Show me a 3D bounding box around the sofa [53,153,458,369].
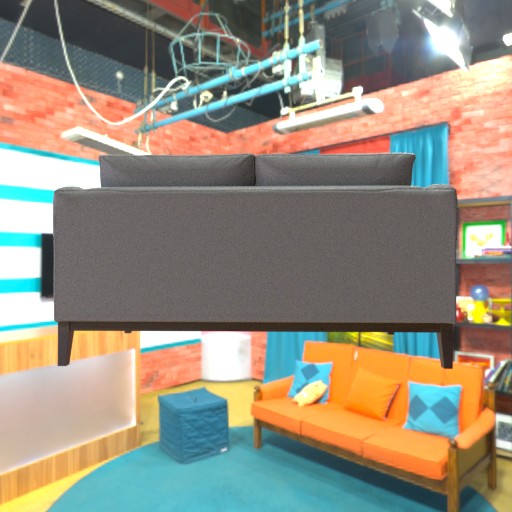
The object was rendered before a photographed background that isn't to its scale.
[{"bbox_3d":[0.000,0.000,2.148,1.598,0.873,0.899,0,-1,2],"label":"sofa"}]
